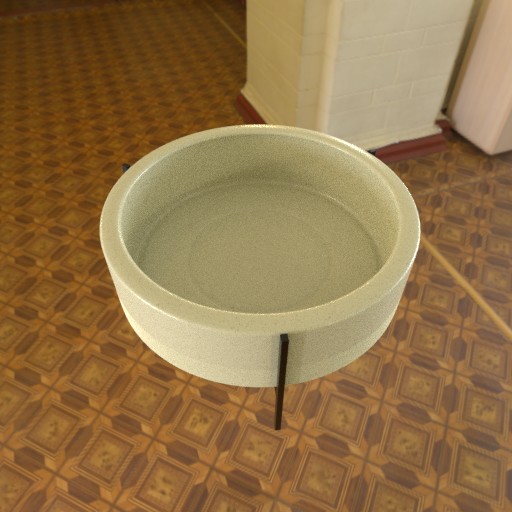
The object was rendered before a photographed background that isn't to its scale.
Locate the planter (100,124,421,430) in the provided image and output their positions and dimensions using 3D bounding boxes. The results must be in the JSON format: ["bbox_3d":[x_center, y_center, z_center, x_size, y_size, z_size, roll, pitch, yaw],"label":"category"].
[{"bbox_3d":[0.000,0.000,0.537,0.345,0.171,0.336,18,48,16],"label":"planter"}]
